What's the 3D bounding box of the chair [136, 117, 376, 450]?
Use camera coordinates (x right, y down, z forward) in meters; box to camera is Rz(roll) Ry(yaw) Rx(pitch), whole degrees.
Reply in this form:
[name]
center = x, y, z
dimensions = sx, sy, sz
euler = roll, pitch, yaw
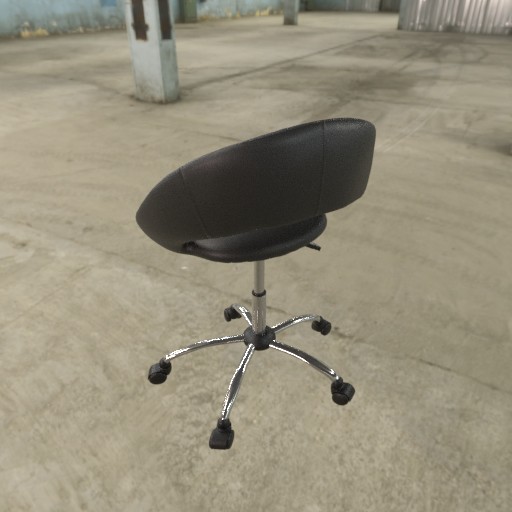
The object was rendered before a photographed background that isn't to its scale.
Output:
[chair]
center = 0.000, 0.000, 1.167
dimensions = 0.612, 0.791, 0.538
euler = -18, 35, -27
